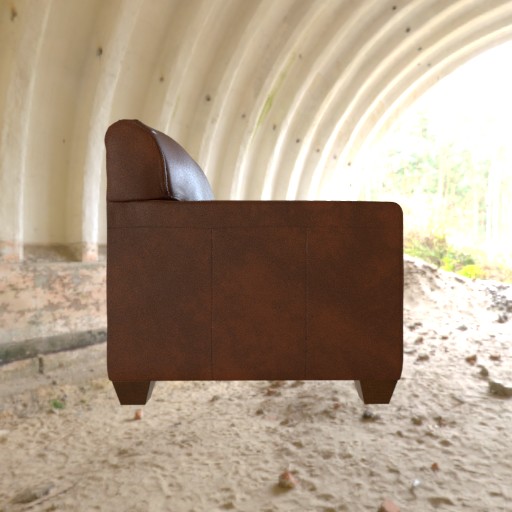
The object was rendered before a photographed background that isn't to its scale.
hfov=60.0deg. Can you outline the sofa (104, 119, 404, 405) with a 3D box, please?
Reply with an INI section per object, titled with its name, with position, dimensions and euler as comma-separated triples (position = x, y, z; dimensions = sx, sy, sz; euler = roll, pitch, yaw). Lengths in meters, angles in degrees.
[sofa]
position = 0.000, 0.000, 2.086
dimensions = 1.000, 0.956, 1.413
euler = 0, 0, -1
